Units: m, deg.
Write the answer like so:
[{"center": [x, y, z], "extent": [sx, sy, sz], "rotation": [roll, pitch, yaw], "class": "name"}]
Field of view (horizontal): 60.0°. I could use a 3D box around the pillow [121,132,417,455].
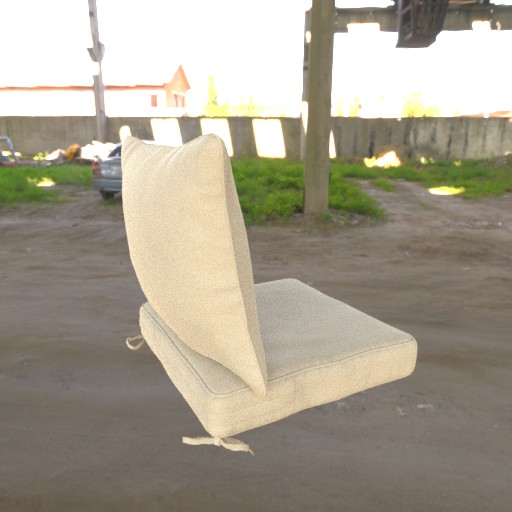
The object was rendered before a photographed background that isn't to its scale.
[{"center": [0.000, 0.000, 1.352], "extent": [0.733, 0.716, 0.798], "rotation": [-8, 17, -27], "class": "pillow"}]
